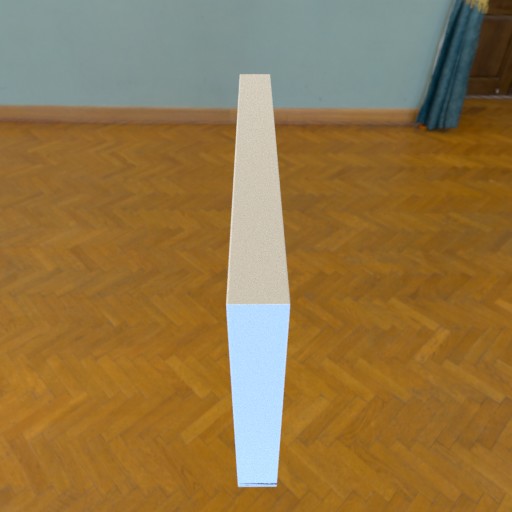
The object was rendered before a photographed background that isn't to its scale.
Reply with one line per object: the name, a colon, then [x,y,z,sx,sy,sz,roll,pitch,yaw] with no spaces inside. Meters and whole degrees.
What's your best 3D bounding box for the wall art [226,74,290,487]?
wall art: [0.000,0.000,0.486,0.038,0.259,0.381,0,41,0]
